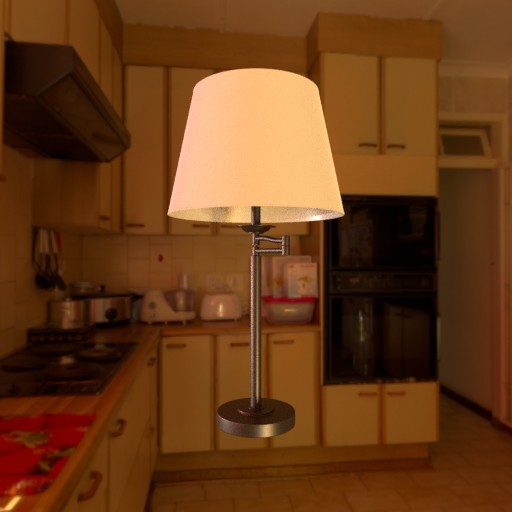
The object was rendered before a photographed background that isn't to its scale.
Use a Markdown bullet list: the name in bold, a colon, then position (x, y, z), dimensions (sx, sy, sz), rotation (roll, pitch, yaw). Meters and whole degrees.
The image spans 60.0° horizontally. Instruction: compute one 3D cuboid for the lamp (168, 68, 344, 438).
- **lamp**: position (0.000, 0.000, 0.928), dimensions (0.363, 0.696, 0.363), rotation (0, 0, 0)
